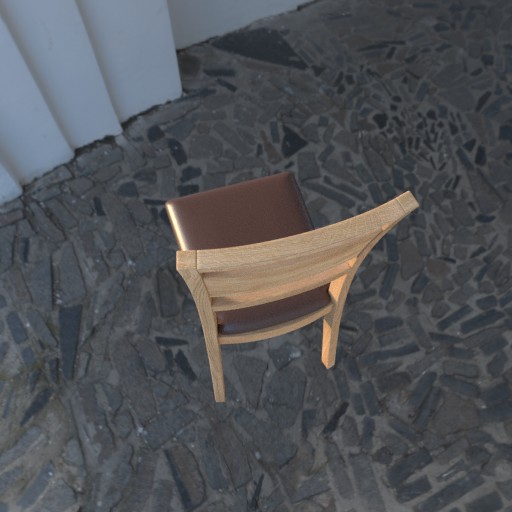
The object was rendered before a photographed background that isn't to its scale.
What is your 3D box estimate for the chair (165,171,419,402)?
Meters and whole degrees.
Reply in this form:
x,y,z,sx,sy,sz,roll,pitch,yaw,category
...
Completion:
x,y,z,sx,sy,sz,roll,pitch,yaw,category
0.000,0.000,1.205,0.420,0.940,0.545,-15,61,-9,chair
